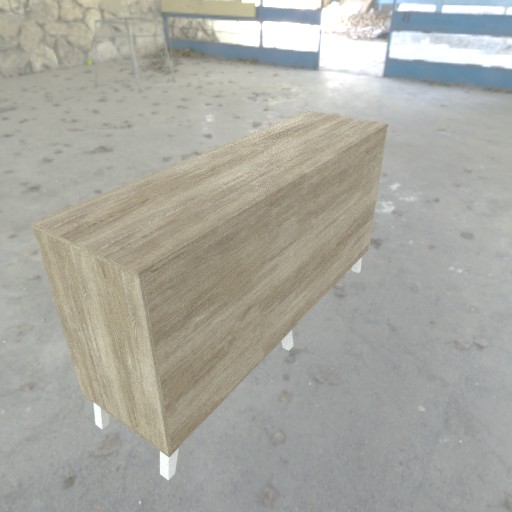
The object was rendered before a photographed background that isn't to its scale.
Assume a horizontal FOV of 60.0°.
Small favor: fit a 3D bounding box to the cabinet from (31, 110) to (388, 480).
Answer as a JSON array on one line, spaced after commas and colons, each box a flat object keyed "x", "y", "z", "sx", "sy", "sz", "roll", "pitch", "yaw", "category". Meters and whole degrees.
[{"x": 0.000, "y": 0.000, "z": 1.944, "sx": 0.450, "sy": 0.870, "sz": 1.600, "roll": 20, "pitch": 37, "yaw": 29, "category": "cabinet"}]
